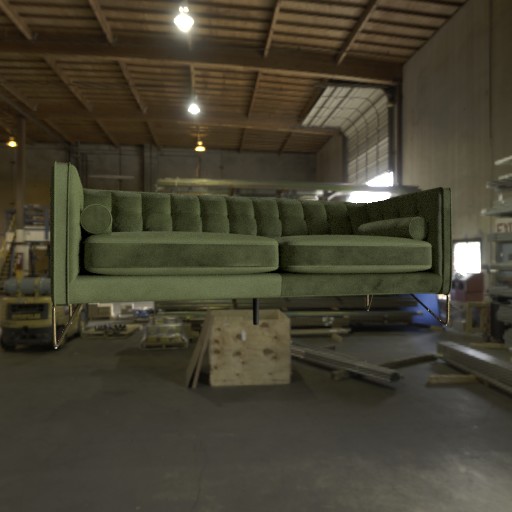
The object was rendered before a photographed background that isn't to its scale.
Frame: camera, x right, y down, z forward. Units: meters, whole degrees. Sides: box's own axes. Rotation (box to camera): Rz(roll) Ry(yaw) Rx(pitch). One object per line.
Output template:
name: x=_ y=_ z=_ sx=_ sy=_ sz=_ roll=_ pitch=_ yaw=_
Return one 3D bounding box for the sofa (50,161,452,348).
sofa: x=0.000 y=0.000 z=2.549 sx=2.087 sy=0.789 sz=0.867 roll=0 pitch=-1 yaw=-19
